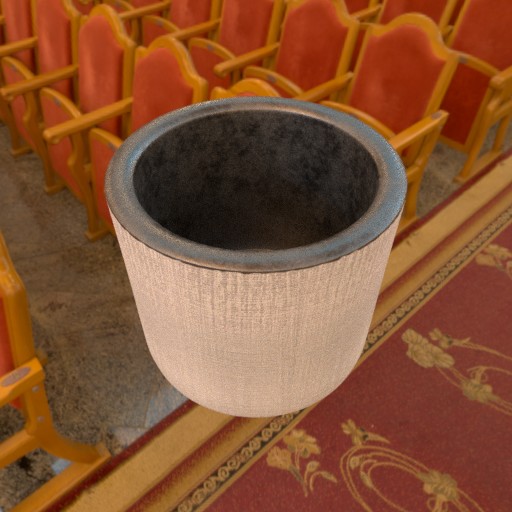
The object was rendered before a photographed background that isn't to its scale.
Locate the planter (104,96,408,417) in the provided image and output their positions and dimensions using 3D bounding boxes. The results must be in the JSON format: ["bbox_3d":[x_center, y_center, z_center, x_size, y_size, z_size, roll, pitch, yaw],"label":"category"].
[{"bbox_3d":[0.000,0.000,0.223,0.125,0.112,0.125,0,45,0],"label":"planter"}]
